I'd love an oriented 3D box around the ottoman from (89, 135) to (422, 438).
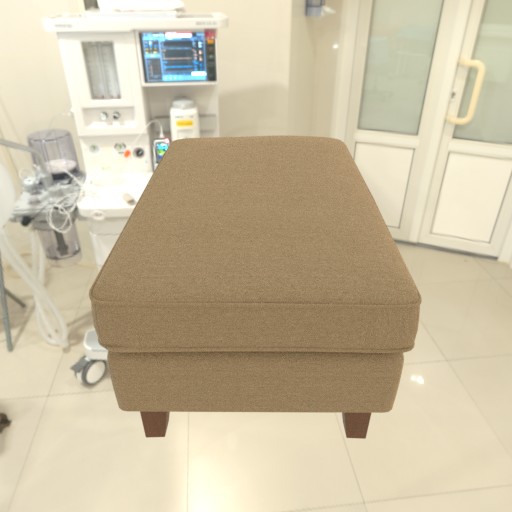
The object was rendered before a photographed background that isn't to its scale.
[{"bbox_3d":[0.000,0.000,1.288,0.636,0.521,0.945,0,32,0],"label":"ottoman"}]
